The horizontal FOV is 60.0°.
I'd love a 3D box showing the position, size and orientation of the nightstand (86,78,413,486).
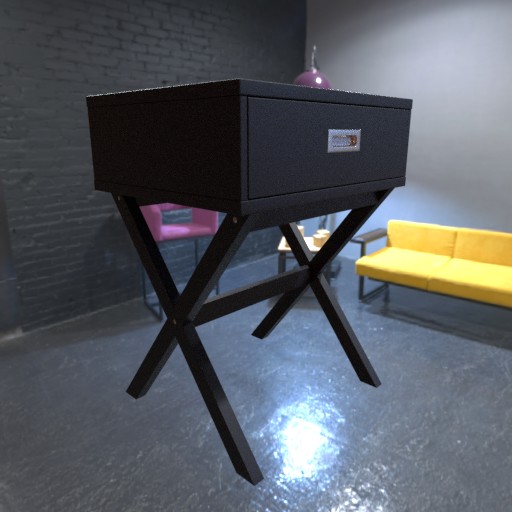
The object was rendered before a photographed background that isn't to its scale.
[{"bbox_3d":[0.000,0.000,0.924,0.402,0.623,0.479,14,21,42],"label":"nightstand"}]
